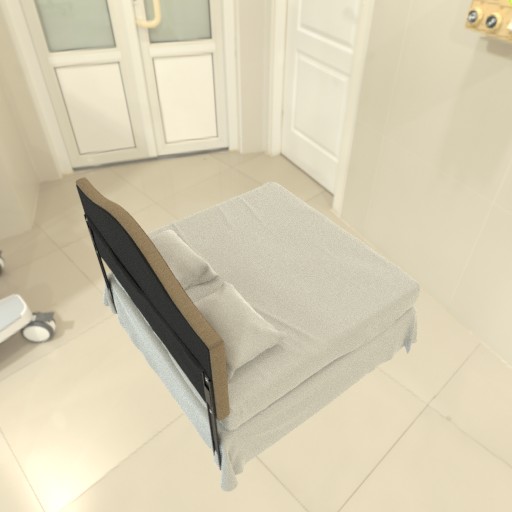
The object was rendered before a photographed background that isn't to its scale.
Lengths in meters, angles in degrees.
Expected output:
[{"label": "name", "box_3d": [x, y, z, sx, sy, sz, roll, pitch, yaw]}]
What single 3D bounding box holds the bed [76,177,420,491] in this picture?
[{"label": "bed", "box_3d": [0.000, 0.000, 3.720, 2.222, 1.651, 2.311, -26, 48, -26]}]
